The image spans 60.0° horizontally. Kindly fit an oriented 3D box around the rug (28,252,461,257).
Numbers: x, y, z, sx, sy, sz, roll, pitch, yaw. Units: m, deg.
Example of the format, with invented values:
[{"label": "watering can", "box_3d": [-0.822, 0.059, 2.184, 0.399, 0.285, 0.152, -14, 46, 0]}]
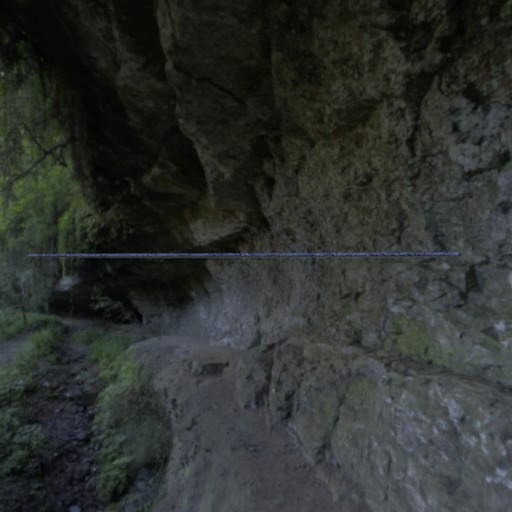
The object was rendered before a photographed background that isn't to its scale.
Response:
[{"label": "rug", "box_3d": [0.000, 0.000, 2.207, 1.752, 0.013, 1.158, 0, 0, 18]}]
